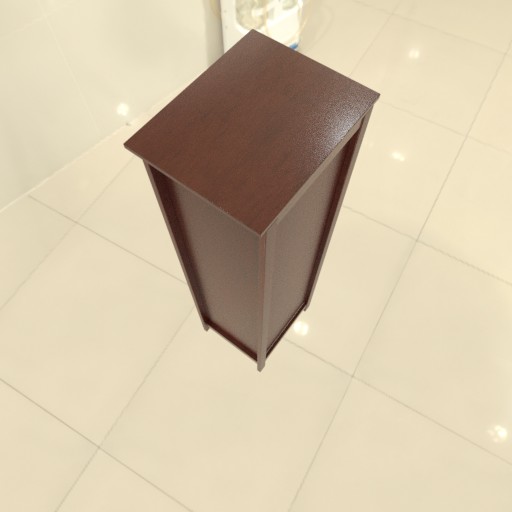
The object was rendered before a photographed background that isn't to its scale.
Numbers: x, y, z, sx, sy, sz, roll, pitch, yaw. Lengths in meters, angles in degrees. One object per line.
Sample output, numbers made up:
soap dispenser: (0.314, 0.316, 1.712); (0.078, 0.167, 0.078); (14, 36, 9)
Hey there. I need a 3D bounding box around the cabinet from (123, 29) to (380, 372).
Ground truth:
cabinet: (0.000, 0.000, 1.750); (0.401, 1.518, 0.500); (34, 69, 15)
